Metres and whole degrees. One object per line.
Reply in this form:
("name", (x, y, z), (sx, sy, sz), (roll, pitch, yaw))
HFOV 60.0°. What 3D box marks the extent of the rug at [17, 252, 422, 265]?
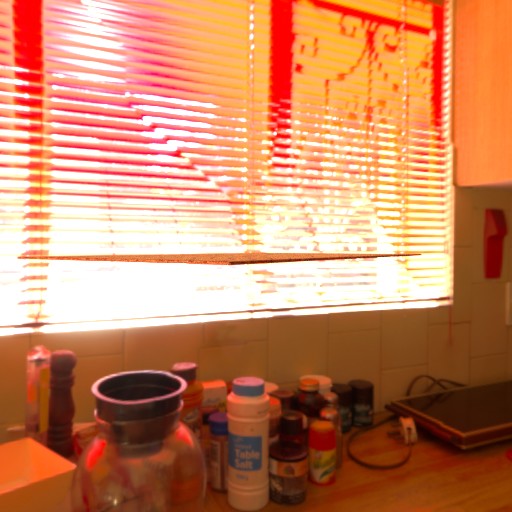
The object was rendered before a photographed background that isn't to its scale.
("rug", (0.000, 0.000, 3.008), (1.524, 0.015, 2.438), (1, 1, 36))
